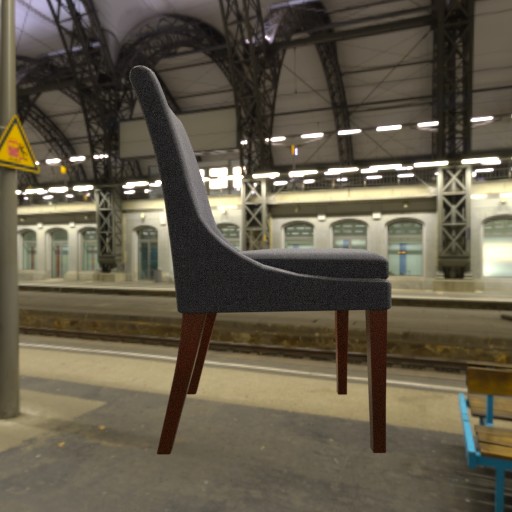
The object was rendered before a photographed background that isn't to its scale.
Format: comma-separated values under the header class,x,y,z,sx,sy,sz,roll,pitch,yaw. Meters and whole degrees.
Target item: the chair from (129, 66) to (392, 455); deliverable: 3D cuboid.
class,x,y,z,sx,sy,sz,roll,pitch,yaw
chair,0.000,0.000,1.308,0.655,0.952,0.508,0,0,0
